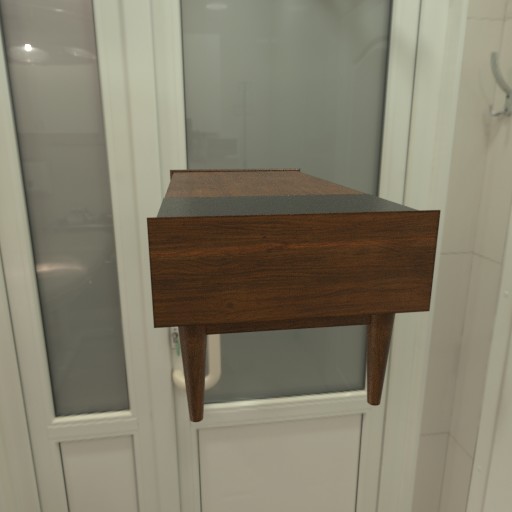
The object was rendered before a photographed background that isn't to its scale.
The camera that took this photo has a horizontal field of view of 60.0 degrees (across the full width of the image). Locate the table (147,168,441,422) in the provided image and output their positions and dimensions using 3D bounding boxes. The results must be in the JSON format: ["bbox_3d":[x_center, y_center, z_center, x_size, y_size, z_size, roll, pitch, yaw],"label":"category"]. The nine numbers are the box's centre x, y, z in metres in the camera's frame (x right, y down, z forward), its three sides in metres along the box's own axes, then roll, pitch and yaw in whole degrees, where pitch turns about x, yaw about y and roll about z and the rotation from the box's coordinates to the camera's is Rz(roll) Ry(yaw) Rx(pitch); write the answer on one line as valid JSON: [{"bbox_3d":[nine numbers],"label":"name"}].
[{"bbox_3d":[0.000,0.000,1.547,0.610,0.508,1.221,-2,15,-8],"label":"table"}]
